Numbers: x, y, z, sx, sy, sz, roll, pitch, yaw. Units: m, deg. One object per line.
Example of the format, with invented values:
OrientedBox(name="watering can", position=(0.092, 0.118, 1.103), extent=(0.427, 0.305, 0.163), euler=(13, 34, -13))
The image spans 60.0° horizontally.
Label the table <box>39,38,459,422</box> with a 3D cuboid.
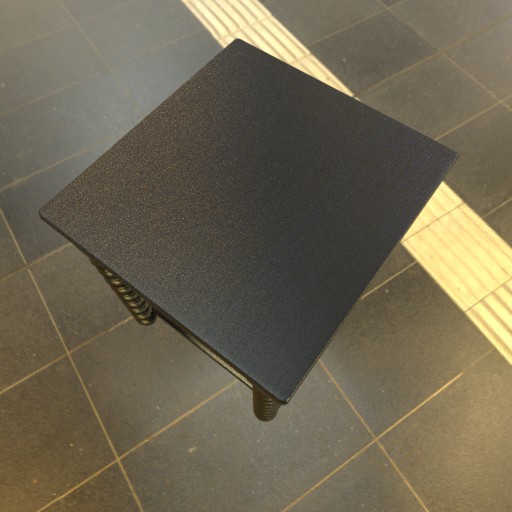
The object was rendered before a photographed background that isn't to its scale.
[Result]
OrientedBox(name="table", position=(0.000, 0.000, 1.002), extent=(0.500, 0.567, 0.533), euler=(34, 69, 15))
